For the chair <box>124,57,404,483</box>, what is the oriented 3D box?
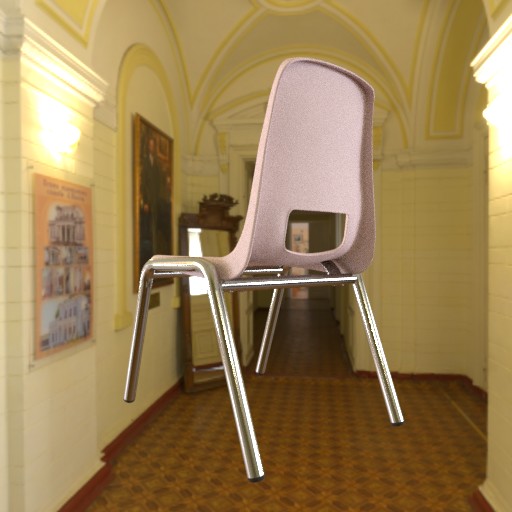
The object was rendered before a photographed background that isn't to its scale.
[{"bbox_3d":[0.000,0.000,0.828,0.354,0.586,0.423,0,0,-37],"label":"chair"}]
